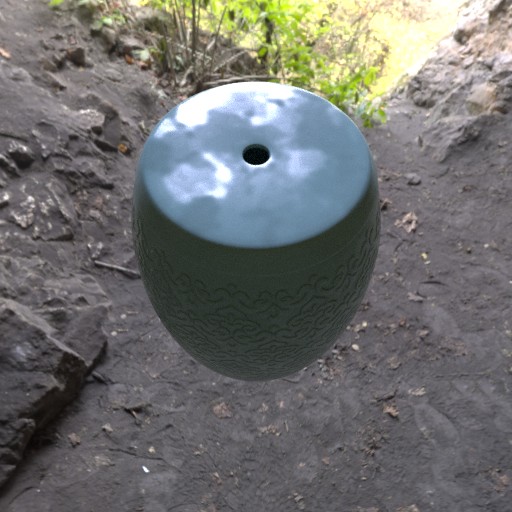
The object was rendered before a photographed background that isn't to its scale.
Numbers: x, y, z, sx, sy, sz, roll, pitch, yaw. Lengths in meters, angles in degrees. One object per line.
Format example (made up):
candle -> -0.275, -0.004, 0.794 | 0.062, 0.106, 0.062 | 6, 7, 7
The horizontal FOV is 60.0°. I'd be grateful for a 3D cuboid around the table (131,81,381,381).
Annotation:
table -> 0.000, 0.000, 0.614 | 0.309, 0.397, 0.309 | 0, 59, 0
